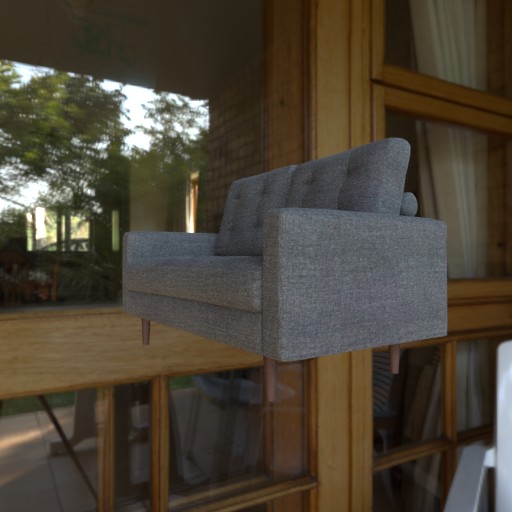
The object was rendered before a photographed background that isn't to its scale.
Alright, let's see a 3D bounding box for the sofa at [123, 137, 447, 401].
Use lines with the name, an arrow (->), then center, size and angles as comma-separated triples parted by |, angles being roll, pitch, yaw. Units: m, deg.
sofa -> 0.000, 0.000, 2.006 | 0.842, 0.907, 1.407 | 0, -1, -34
